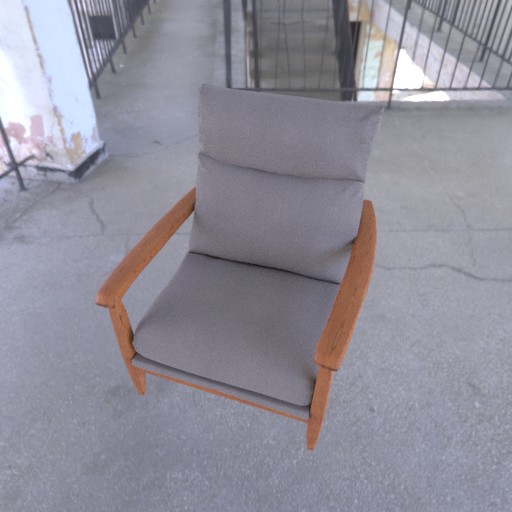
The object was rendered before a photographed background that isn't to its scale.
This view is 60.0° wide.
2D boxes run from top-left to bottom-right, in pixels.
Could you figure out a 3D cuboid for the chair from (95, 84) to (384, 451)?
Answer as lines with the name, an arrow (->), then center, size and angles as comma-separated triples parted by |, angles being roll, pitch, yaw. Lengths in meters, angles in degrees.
chair -> 0.000, 0.000, 1.532 | 0.782, 0.922, 0.816 | 13, 42, 15
